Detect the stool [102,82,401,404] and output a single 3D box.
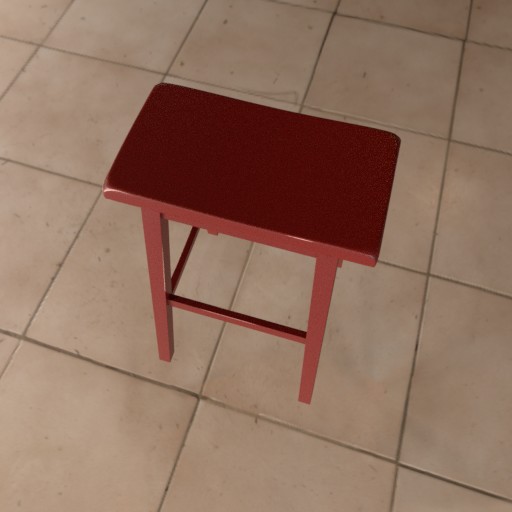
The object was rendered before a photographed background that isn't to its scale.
[{"bbox_3d":[0.000,0.000,1.052,0.457,0.737,0.476,15,65,7],"label":"stool"}]
